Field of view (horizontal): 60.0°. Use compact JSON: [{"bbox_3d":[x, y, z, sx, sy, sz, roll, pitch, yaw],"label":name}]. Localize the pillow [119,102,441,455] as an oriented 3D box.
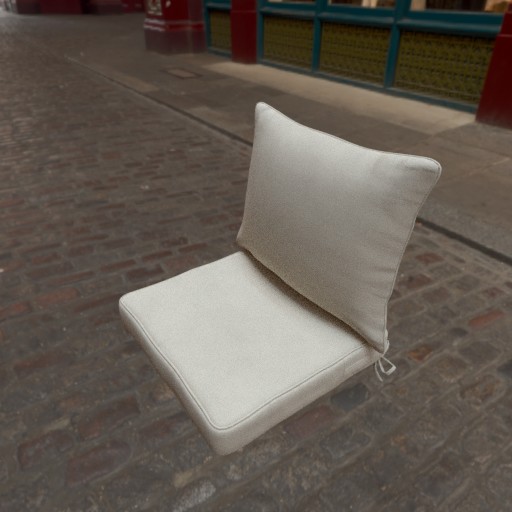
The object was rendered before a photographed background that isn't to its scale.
[{"bbox_3d":[0.000,0.000,1.380,0.733,0.716,0.798,-21,39,-30],"label":"pillow"}]
